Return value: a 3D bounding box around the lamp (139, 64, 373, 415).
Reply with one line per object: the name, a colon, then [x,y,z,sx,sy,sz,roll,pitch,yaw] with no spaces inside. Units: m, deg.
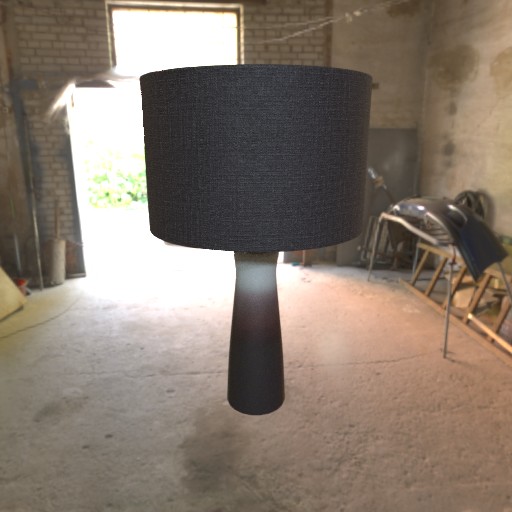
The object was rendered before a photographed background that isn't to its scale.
lamp: [0.000,0.000,0.659,0.303,0.488,0.303,0,16,0]
